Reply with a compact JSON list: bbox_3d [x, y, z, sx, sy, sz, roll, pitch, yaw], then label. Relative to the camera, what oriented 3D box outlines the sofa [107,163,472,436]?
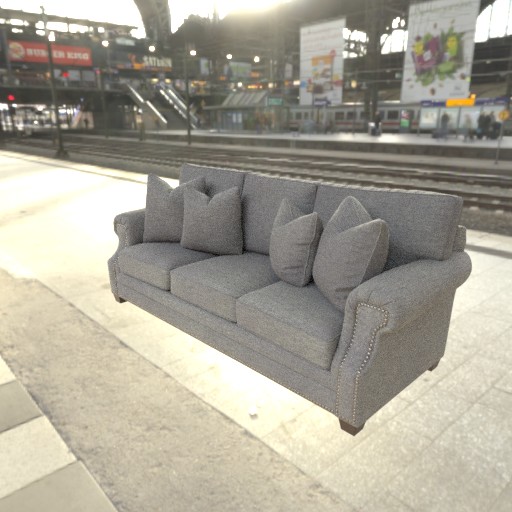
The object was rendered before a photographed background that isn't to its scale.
[{"bbox_3d":[0.000,0.000,2.771,0.965,0.975,2.312,-16,23,-42],"label":"sofa"}]
